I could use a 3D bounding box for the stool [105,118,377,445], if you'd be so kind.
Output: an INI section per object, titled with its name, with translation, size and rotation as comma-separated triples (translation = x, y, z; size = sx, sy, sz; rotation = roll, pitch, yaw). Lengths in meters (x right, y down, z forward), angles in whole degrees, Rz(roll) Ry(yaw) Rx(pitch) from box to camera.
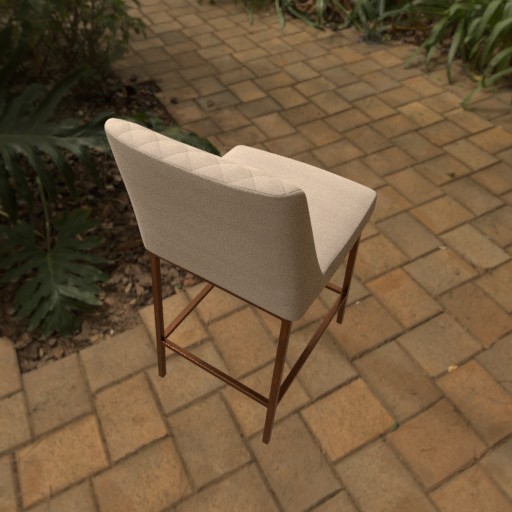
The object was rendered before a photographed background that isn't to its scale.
[stool]
translation = 0.000, 0.000, 1.309
size = 0.507, 0.973, 0.576
rotation = 25, 51, 22
